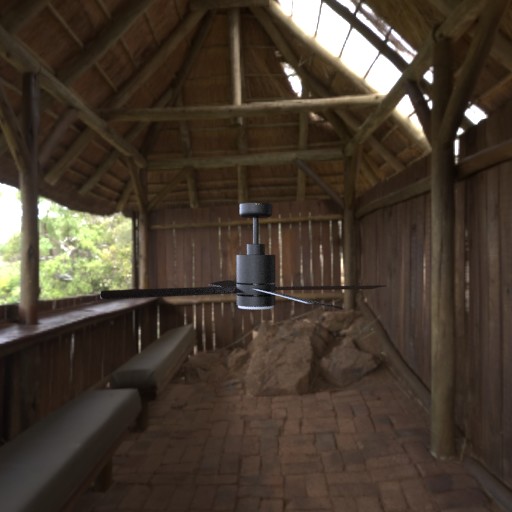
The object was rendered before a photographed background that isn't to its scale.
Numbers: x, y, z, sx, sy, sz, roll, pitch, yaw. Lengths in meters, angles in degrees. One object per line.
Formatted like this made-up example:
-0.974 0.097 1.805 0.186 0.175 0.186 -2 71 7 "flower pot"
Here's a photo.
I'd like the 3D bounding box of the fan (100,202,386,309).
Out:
0.000 0.000 2.304 1.525 0.534 1.525 0 0 -19 "fan"
